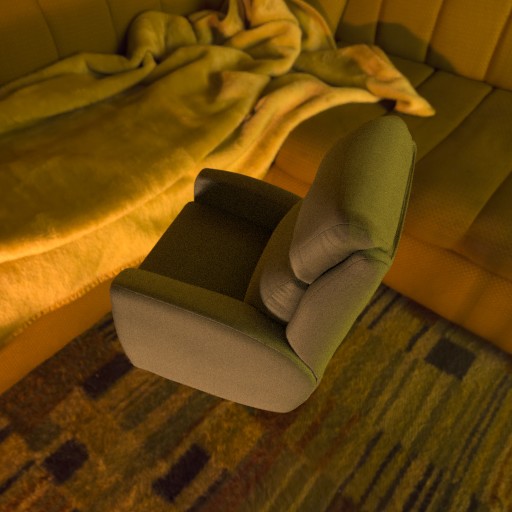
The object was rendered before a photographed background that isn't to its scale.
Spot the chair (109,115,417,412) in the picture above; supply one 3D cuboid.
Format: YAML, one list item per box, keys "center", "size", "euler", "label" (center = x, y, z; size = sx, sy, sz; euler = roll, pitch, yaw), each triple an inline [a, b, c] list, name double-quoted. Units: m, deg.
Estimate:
- center: [0.000, 0.000, 1.674]
  size: [0.940, 1.016, 0.794]
  euler: [14, 47, 14]
  label: "chair"
